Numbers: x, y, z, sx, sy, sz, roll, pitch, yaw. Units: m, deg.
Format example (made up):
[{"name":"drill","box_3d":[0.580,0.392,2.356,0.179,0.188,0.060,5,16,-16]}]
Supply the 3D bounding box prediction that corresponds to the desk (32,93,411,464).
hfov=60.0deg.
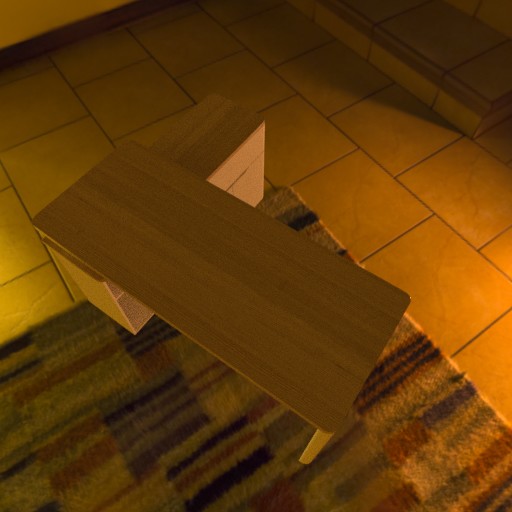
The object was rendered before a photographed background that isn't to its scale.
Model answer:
[{"name":"desk","box_3d":[0.000,0.000,2.134,1.400,0.770,1.175,31,63,18]}]
